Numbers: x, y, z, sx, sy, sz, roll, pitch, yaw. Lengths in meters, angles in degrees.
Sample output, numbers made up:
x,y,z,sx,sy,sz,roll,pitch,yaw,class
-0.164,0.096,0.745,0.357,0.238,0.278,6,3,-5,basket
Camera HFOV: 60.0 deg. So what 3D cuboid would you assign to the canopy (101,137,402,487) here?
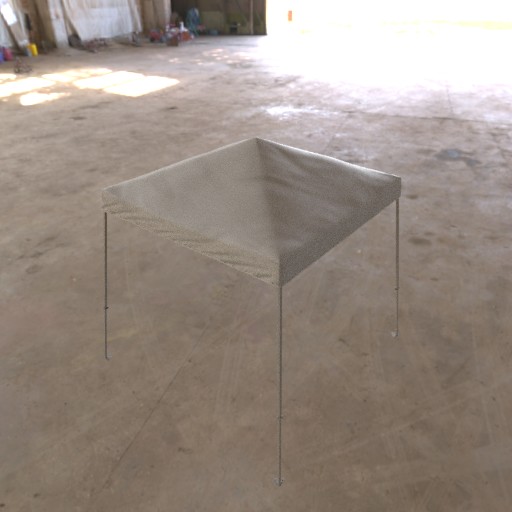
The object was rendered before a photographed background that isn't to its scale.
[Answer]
x,y,z,sx,sy,sz,roll,pitch,yaw,class
0.000,0.000,5.305,2.849,2.849,2.848,22,37,32,canopy
